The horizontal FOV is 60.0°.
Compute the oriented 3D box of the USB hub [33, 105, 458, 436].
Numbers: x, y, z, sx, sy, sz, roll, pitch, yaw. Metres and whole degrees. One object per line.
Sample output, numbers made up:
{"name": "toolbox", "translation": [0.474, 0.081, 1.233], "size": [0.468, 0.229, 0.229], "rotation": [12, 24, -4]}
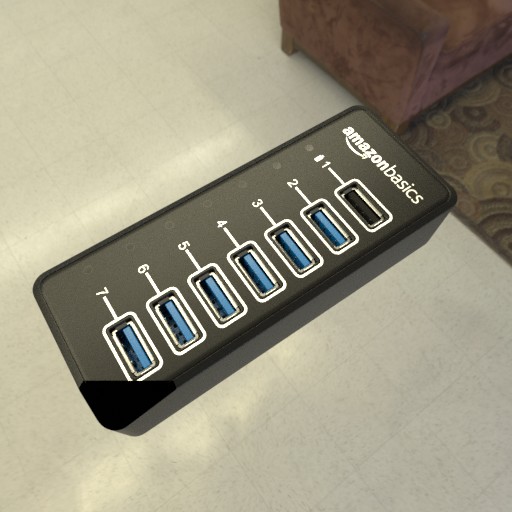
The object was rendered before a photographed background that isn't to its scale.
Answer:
{"name": "USB hub", "translation": [0.000, 0.000, 0.127], "size": [0.110, 0.023, 0.044], "rotation": [-31, 68, -14]}
